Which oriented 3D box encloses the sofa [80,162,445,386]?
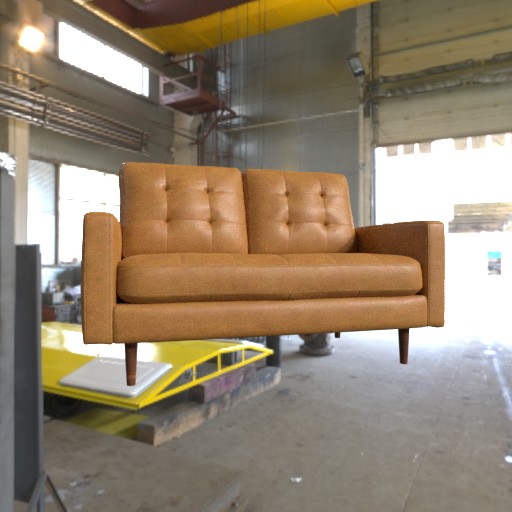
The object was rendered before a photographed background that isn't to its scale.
[{"bbox_3d":[0.000,0.000,2.010,1.430,0.898,0.868,0,0,-16],"label":"sofa"}]
